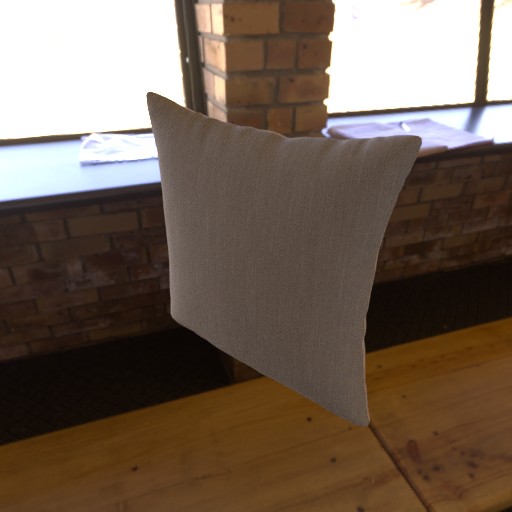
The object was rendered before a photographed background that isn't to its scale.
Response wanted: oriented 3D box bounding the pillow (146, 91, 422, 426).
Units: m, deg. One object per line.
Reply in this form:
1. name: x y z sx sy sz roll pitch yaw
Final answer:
1. pillow: 0.000 0.000 0.792 0.511 0.509 0.161 22 36 33
